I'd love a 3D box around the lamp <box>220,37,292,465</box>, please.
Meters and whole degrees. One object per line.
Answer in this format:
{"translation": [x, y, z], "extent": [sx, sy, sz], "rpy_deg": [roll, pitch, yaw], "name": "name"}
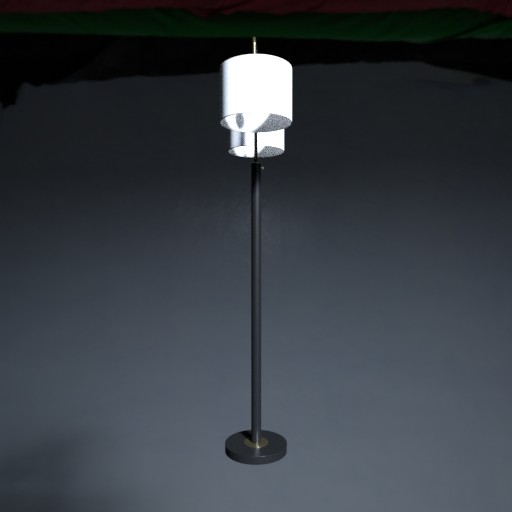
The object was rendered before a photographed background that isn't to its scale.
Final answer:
{"translation": [0.000, 0.000, 1.802], "extent": [0.254, 1.587, 0.711], "rpy_deg": [0, 1, 0], "name": "lamp"}
